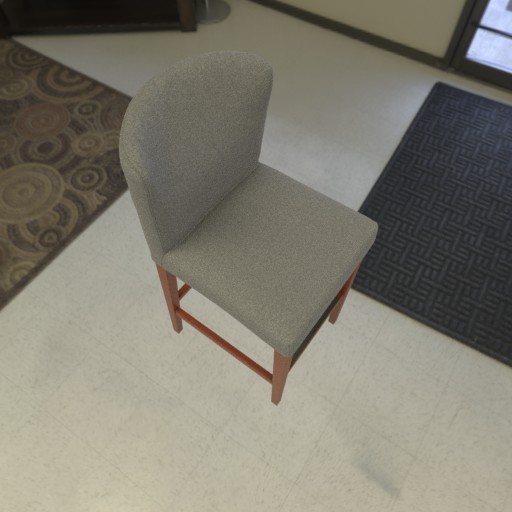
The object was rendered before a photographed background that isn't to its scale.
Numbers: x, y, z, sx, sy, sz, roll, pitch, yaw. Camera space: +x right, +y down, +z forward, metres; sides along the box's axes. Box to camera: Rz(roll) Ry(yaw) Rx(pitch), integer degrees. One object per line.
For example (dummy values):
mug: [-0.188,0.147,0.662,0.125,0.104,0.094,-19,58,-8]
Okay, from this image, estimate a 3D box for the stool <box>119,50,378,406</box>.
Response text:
stool: [0.000,0.000,1.378,0.568,1.069,0.481,32,63,18]
